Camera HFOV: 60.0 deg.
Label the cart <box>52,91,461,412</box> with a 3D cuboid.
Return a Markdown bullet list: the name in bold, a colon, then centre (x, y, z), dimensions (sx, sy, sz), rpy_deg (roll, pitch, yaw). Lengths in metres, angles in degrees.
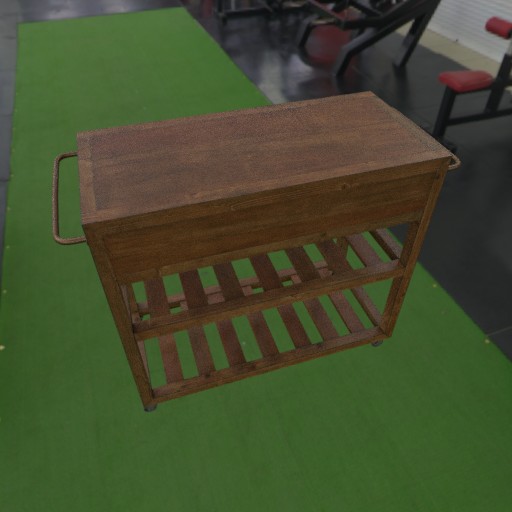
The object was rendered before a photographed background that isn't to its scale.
- **cart**: centre (0.000, 0.000, 1.467), dimensions (1.065, 0.830, 0.445), rpy_deg (-12, 44, -13)
